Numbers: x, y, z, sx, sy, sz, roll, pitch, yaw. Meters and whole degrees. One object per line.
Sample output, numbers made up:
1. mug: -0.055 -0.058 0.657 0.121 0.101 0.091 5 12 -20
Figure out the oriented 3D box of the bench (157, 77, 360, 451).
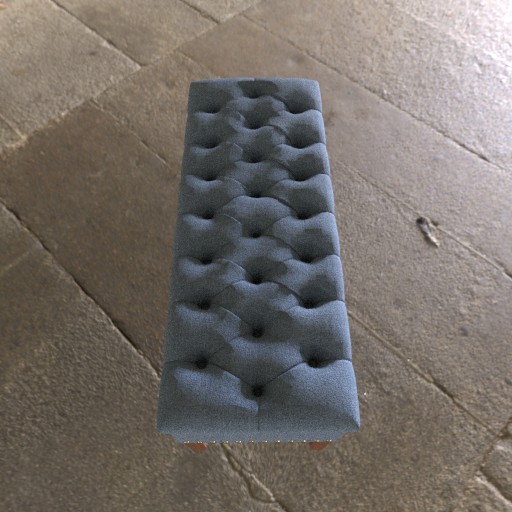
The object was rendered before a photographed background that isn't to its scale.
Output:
1. bench: 0.000 0.000 1.323 0.417 0.492 1.052 0 60 0
